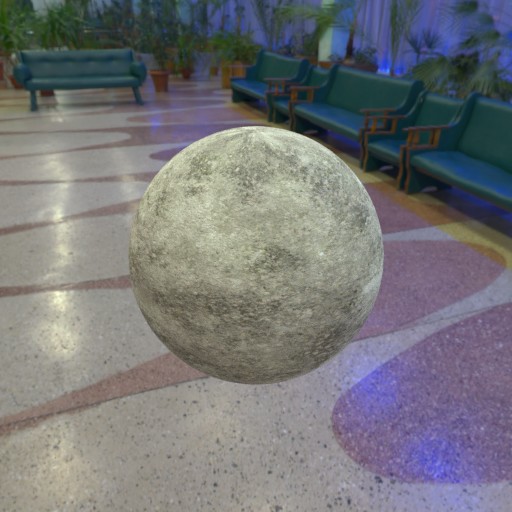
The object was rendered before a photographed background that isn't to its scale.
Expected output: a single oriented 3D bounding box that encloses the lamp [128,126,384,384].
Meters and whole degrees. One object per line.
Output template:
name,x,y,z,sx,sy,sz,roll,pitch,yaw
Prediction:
lamp,0.000,0.000,0.762,0.422,0.429,0.422,0,30,0
